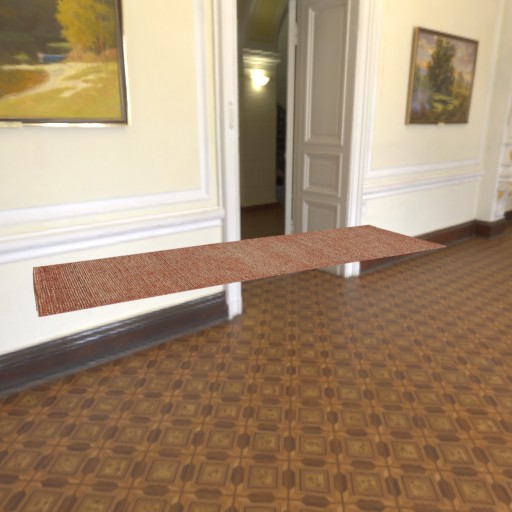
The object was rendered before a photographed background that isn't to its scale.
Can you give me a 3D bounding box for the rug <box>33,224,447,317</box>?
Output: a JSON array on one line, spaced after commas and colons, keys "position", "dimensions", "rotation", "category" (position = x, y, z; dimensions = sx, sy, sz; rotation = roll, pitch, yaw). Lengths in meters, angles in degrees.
[{"position": [0.000, 0.000, 2.601], "dimensions": [2.353, 0.013, 0.718], "rotation": [-8, 19, -26], "category": "rug"}]
